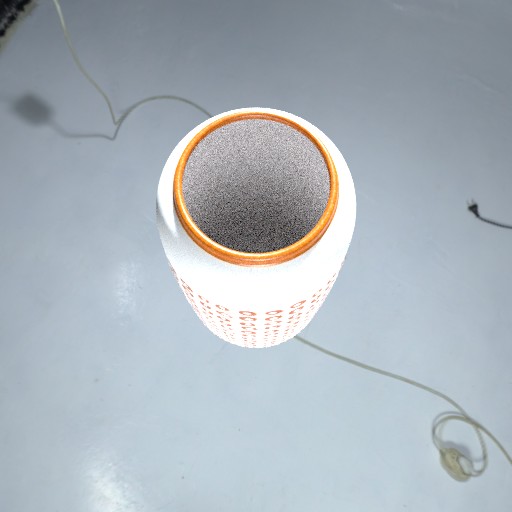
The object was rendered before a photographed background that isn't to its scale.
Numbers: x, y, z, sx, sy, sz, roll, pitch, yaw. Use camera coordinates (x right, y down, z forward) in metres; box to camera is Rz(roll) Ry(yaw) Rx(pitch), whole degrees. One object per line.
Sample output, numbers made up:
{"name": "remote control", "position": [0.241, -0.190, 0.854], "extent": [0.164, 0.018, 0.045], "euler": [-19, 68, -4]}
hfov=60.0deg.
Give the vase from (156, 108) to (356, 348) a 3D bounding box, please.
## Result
{"name": "vase", "position": [0.000, 0.000, 0.356], "extent": [0.133, 0.282, 0.133], "euler": [0, 75, 0]}
